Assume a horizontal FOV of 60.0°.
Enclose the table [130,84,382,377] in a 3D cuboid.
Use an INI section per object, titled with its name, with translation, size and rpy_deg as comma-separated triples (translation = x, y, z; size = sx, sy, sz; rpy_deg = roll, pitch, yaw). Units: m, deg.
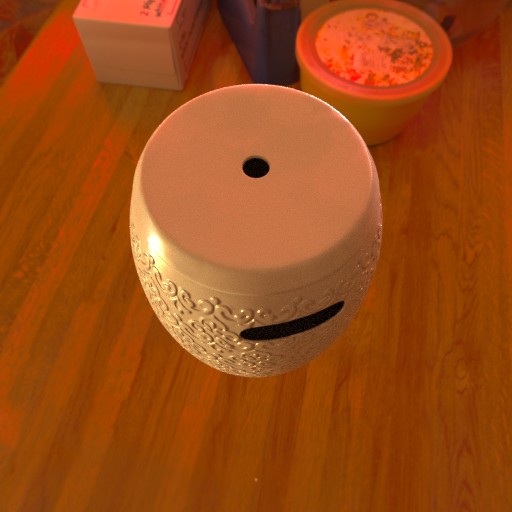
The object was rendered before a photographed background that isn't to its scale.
[table]
translation = 0.000, 0.000, 0.612
size = 0.309, 0.397, 0.309
rpy_deg = 0, 63, 0
